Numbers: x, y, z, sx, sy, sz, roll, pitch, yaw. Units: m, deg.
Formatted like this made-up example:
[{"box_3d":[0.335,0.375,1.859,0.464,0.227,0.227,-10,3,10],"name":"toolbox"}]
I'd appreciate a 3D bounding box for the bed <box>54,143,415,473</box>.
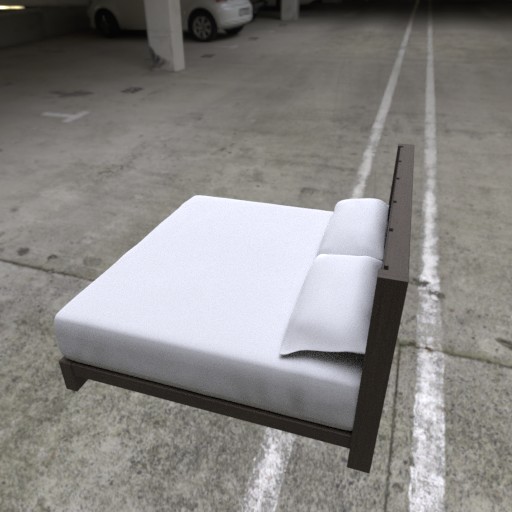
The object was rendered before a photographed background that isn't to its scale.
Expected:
[{"box_3d":[0.000,0.000,3.293,2.012,1.270,2.134,9,31,15],"name":"bed"}]
